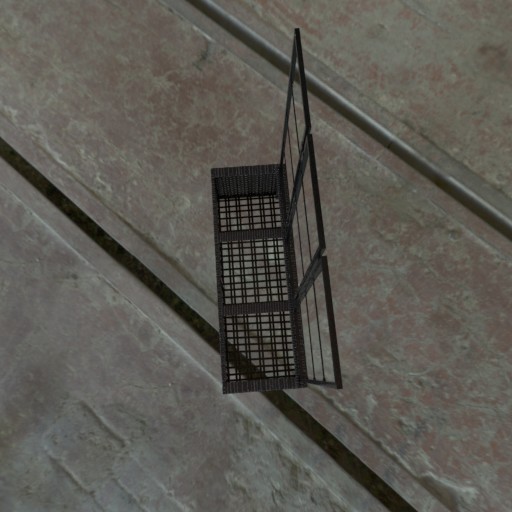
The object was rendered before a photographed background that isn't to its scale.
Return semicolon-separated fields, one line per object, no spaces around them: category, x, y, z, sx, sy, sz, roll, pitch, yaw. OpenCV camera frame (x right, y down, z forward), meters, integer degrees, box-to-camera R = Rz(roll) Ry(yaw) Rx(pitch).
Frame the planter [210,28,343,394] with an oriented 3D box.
planter;0.000;0.000;1.170;0.244;0.841;0.699;-4;75;-1
